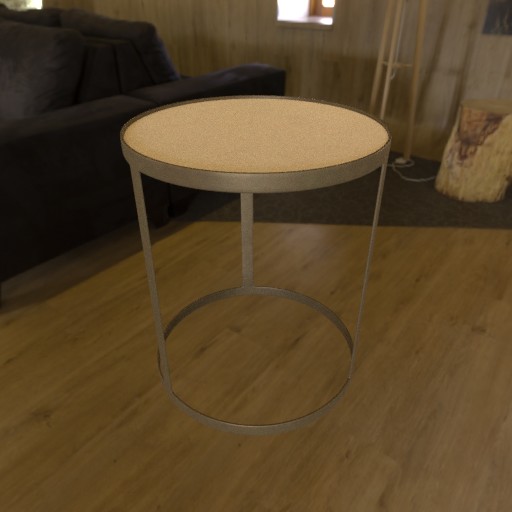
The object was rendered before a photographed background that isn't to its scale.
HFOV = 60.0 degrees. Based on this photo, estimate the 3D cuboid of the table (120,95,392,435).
[{"bbox_3d":[0.000,0.000,0.958,0.480,0.565,0.480,0,32,0],"label":"table"}]
